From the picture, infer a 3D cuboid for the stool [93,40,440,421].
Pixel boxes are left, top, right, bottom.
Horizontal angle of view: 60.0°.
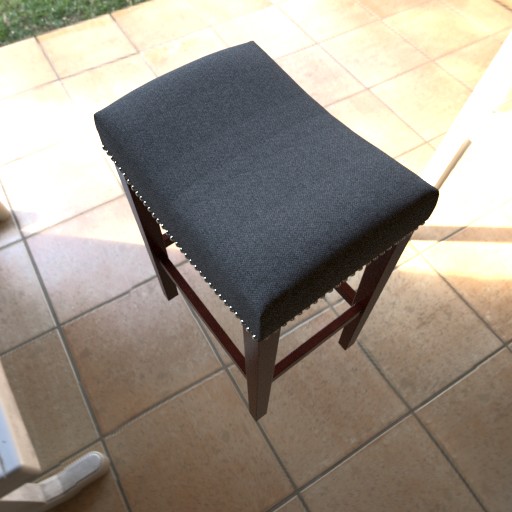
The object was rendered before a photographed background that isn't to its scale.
[{"bbox_3d":[0.000,0.000,1.031,0.372,0.742,0.504,-33,65,-18],"label":"stool"}]
